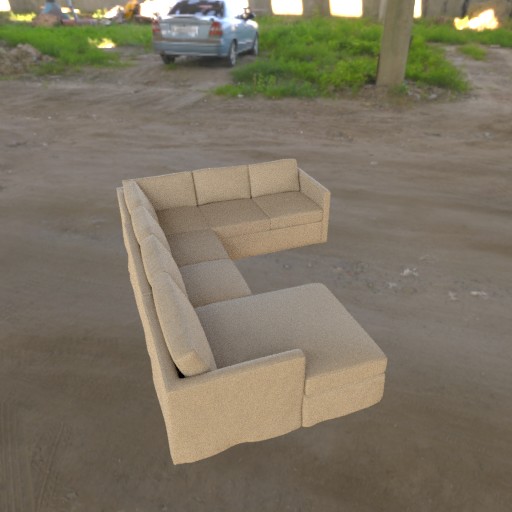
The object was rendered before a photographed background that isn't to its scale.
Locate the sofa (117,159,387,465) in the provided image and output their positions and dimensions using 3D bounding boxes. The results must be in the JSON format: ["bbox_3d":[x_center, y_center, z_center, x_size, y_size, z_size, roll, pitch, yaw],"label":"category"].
[{"bbox_3d":[0.000,0.000,4.517,2.476,0.878,3.528,-11,32,-17],"label":"sofa"}]
